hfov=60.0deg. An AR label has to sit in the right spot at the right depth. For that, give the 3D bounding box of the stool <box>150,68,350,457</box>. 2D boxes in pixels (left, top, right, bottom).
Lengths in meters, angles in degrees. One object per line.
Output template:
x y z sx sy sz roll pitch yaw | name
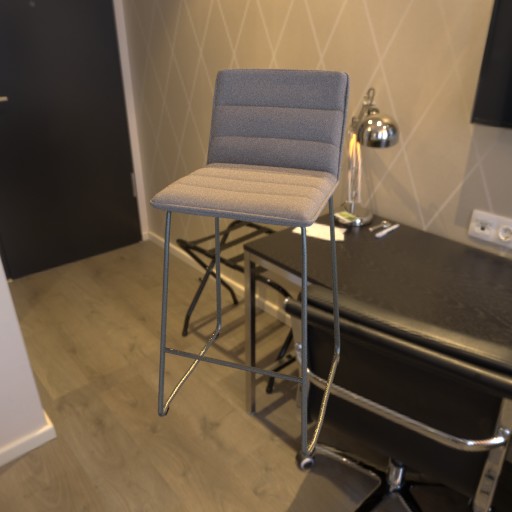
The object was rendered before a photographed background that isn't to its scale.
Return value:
0.000 0.000 1.263 0.490 0.960 0.490 8 28 17 | stool
